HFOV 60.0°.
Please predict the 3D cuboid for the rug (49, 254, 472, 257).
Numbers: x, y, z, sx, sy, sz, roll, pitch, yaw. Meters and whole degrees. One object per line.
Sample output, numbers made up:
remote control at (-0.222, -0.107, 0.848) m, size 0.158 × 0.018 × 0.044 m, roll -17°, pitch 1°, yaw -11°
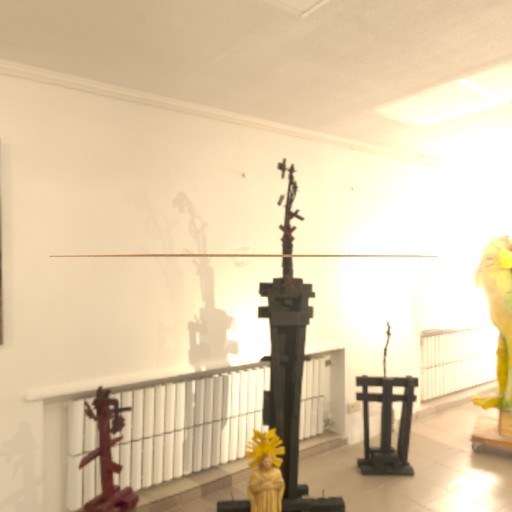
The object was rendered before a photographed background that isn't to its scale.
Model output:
rug at (0.000, 0.000, 4.092) m, size 3.048 × 0.014 × 2.438 m, roll 0°, pitch 0°, yaw -36°
